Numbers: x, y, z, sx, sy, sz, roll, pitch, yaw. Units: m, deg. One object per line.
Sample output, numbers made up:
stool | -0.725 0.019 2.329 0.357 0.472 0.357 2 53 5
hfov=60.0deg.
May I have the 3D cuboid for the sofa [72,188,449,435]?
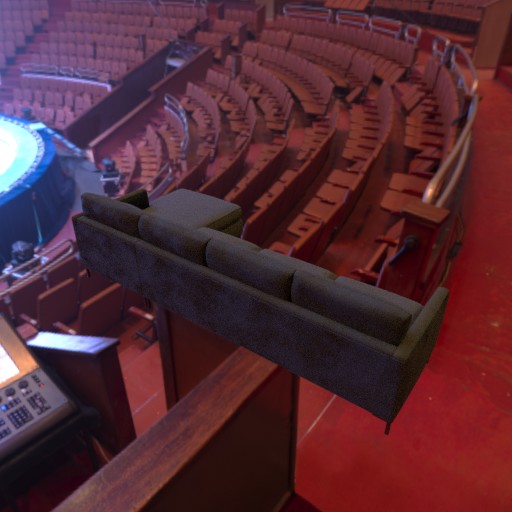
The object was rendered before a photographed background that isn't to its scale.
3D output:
sofa | 0.000 0.000 3.297 2.725 0.756 1.255 20 36 31
